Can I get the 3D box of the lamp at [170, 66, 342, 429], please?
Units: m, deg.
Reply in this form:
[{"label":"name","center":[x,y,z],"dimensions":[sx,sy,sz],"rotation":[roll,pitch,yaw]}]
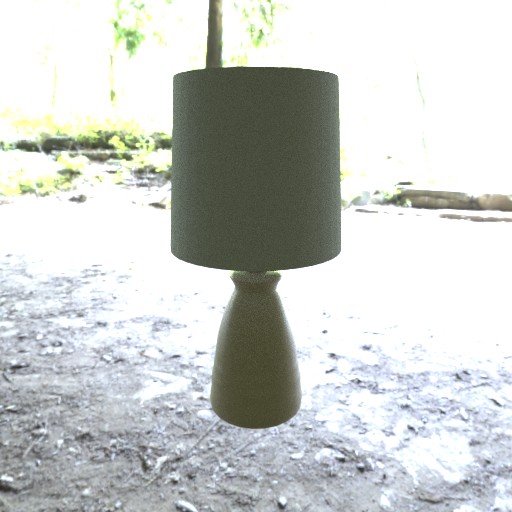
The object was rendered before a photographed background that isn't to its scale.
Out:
[{"label":"lamp","center":[0.000,0.000,0.493],"dimensions":[0.186,0.369,0.186],"rotation":[0,16,0]}]
